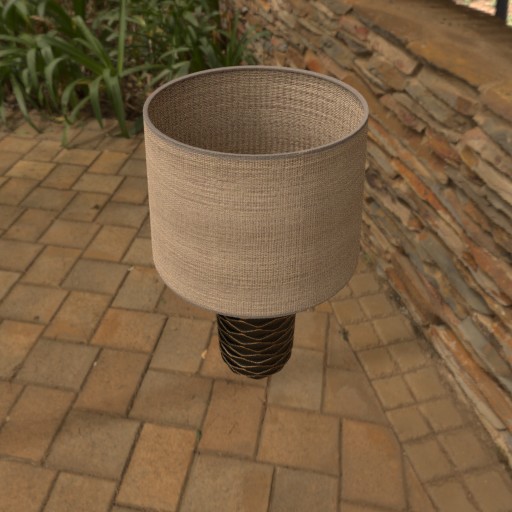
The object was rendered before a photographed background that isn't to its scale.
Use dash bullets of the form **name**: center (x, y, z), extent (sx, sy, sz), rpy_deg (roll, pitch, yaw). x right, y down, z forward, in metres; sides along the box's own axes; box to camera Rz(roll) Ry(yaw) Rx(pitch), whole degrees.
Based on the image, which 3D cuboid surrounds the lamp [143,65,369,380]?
- **lamp**: center (0.000, 0.000, 0.841), extent (0.376, 0.594, 0.376), rpy_deg (0, 41, 0)
